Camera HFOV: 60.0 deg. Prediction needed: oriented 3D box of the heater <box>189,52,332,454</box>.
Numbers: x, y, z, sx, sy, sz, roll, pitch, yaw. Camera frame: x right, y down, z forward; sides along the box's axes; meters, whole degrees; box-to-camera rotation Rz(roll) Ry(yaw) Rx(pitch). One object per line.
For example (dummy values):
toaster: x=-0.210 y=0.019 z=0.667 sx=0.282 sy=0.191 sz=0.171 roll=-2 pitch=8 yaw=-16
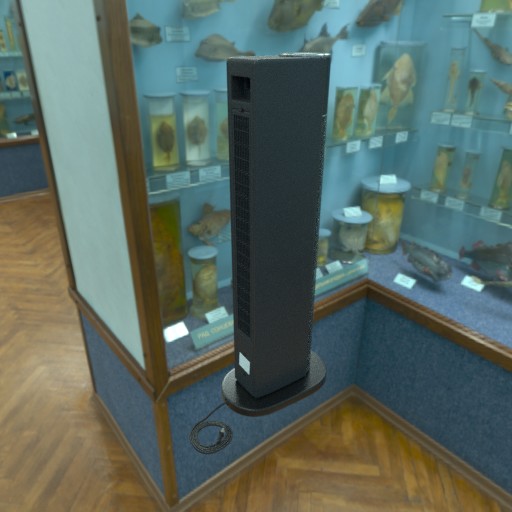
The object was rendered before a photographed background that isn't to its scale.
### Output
heater: x=0.000 y=0.000 z=1.036 sx=0.458 sy=0.856 sz=0.214 roll=-18 pitch=32 yaw=-32
